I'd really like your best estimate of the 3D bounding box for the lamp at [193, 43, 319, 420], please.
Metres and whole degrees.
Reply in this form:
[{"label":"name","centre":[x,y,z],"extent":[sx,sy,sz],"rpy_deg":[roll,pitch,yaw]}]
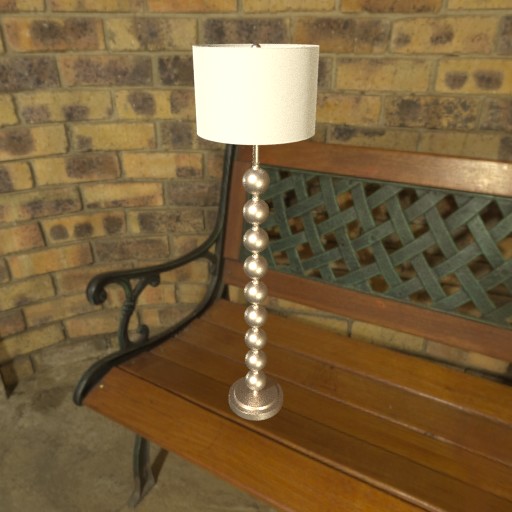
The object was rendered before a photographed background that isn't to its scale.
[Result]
[{"label":"lamp","centre":[0.000,0.000,1.703],"extent":[0.394,1.474,0.394],"rpy_deg":[-1,27,-1]}]
